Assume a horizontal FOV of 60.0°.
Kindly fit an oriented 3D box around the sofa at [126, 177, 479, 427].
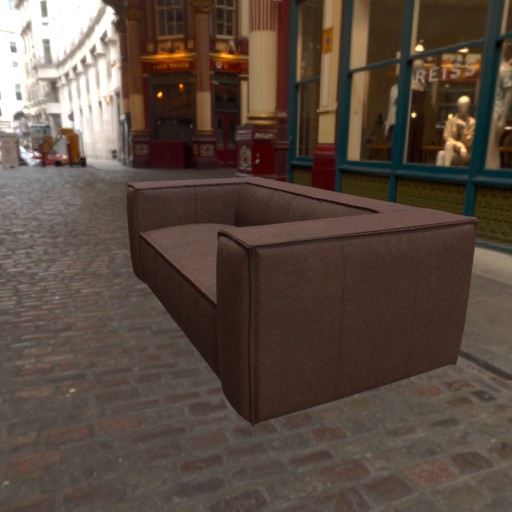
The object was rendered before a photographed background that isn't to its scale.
[{"bbox_3d":[0.000,0.000,2.541,1.102,0.703,2.088,-7,17,-25],"label":"sofa"}]
